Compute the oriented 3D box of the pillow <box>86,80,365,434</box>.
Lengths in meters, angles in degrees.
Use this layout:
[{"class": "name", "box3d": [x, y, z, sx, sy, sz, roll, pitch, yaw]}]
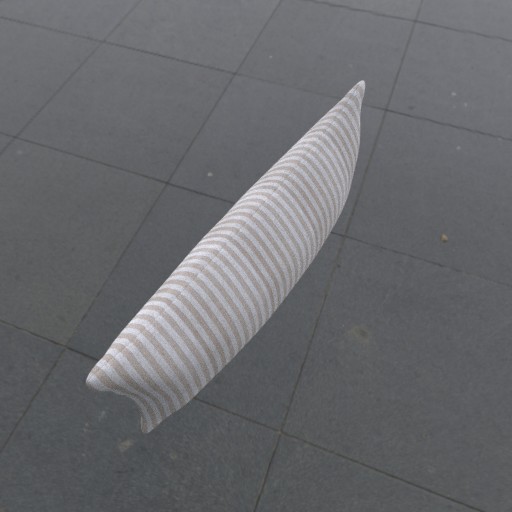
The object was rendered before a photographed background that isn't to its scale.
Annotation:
[{"class": "pillow", "box3d": [0.000, 0.000, 0.723, 0.151, 0.295, 0.617, 31, 63, 18]}]
